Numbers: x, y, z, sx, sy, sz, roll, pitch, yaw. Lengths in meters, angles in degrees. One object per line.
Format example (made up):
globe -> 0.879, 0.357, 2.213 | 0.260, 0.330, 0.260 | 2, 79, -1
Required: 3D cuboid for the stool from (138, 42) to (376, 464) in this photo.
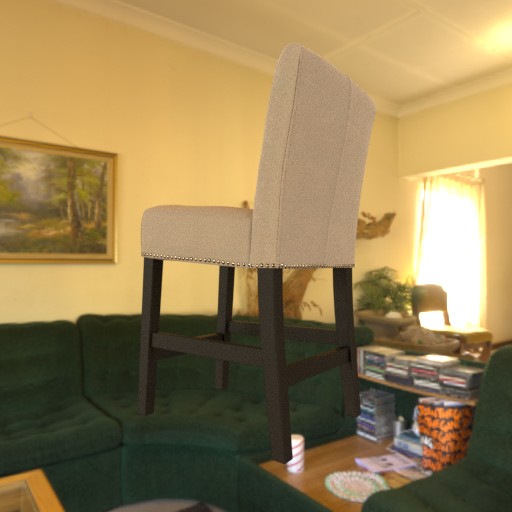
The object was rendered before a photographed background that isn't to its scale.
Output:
stool -> 0.000, 0.000, 1.221 | 0.571, 0.885, 0.427 | -1, -2, 36
